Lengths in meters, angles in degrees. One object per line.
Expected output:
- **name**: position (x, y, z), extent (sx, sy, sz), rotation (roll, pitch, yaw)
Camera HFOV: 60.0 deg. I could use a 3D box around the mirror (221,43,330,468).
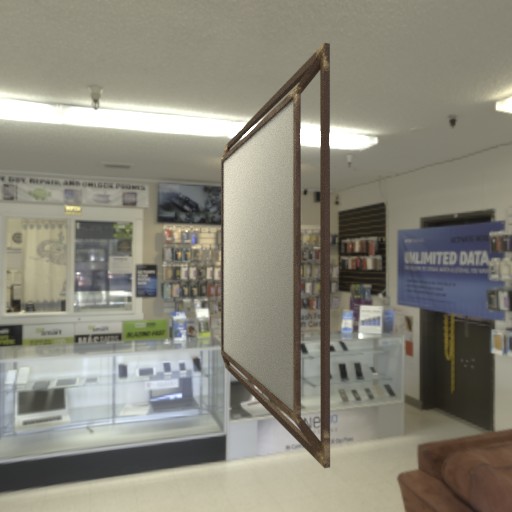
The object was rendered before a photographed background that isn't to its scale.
- **mirror**: position (0.000, 0.000, 0.924), extent (0.032, 0.610, 0.610), rotation (0, 0, -17)
